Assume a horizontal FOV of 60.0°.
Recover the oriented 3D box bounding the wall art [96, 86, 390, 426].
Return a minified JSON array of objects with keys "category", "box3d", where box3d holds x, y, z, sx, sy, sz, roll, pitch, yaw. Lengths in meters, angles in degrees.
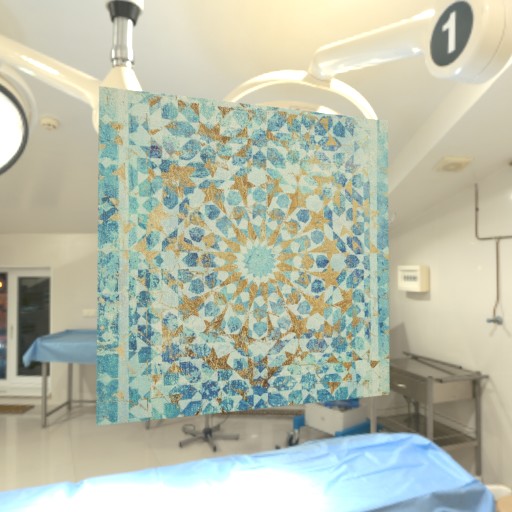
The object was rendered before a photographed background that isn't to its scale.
[{"category":"wall art","box3d":[0.000,0.000,0.906,0.609,0.609,0.040,0,-1,-18]}]
